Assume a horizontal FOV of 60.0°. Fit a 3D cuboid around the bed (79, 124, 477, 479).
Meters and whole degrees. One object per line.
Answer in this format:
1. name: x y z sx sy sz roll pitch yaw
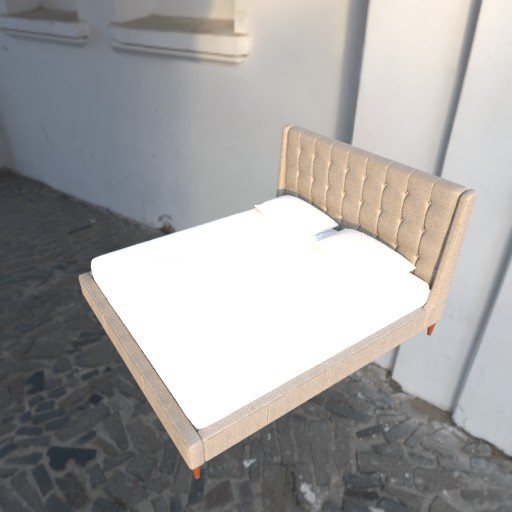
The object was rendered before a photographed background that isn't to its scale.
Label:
1. bed: 0.000 0.000 3.540 2.342 1.289 2.062 -20 37 -29
